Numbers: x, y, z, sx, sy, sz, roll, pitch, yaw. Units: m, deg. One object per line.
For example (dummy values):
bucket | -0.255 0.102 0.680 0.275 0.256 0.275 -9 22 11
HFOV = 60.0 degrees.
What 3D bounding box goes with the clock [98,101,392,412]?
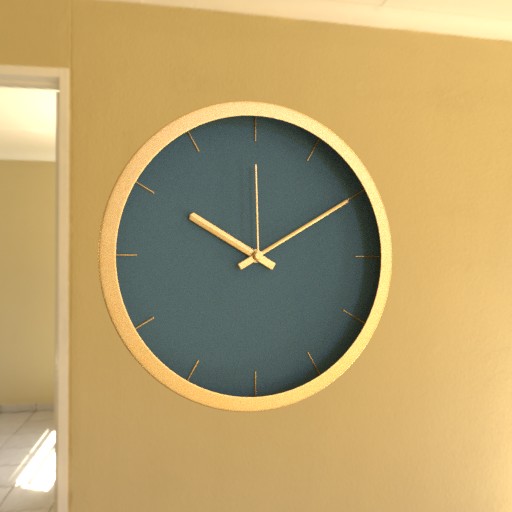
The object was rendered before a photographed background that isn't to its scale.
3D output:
clock | 0.000 0.000 0.466 0.314 0.314 0.040 0 -1 -20
